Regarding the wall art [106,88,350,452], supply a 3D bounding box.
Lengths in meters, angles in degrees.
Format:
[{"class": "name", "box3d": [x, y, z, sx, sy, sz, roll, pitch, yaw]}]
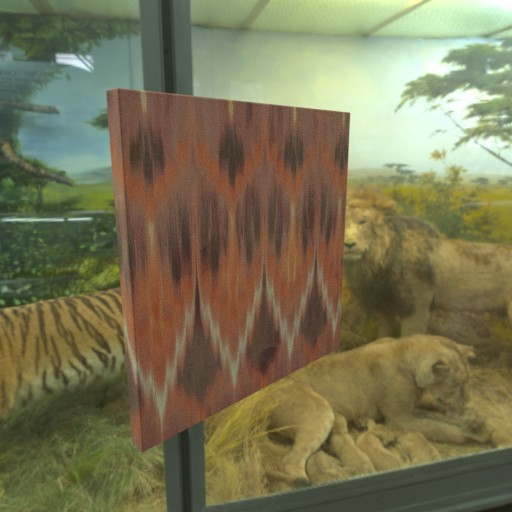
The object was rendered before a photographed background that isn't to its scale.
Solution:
[{"class": "wall art", "box3d": [0.000, 0.000, 0.932, 0.037, 0.609, 0.603, 13, 19, 43]}]
